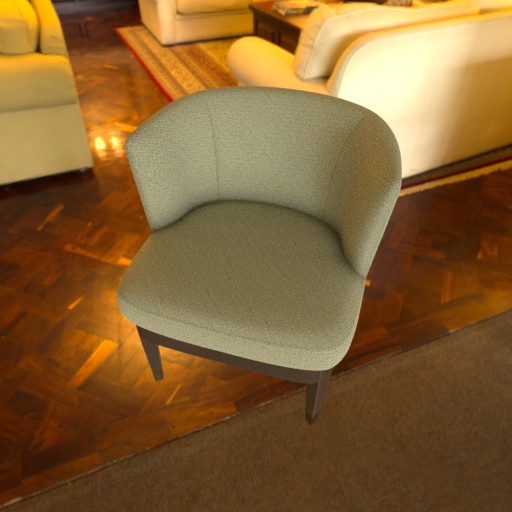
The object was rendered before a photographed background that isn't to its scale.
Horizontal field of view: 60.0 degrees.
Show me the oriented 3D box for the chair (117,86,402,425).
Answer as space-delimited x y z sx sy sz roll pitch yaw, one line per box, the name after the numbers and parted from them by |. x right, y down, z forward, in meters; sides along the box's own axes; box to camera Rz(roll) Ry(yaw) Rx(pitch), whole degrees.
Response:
0.000 0.000 1.305 0.700 0.760 0.660 12 43 13 | chair
